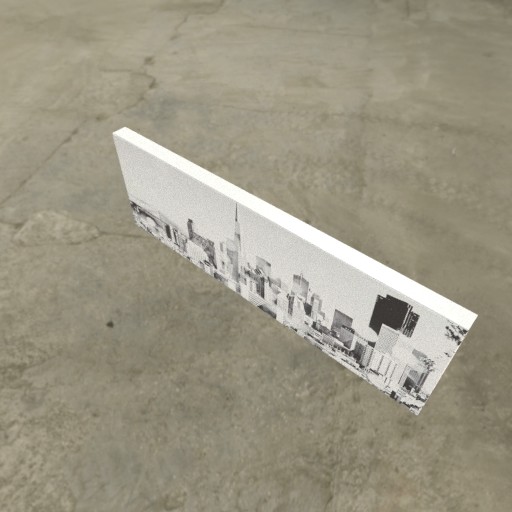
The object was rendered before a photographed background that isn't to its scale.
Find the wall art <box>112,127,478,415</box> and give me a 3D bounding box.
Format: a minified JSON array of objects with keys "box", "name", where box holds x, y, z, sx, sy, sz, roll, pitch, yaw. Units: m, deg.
[{"box":[0.000,0.000,0.860,0.766,0.256,0.036,32,54,27],"name":"wall art"}]
